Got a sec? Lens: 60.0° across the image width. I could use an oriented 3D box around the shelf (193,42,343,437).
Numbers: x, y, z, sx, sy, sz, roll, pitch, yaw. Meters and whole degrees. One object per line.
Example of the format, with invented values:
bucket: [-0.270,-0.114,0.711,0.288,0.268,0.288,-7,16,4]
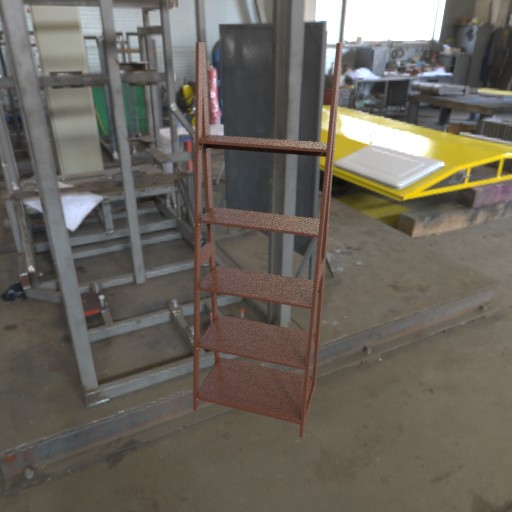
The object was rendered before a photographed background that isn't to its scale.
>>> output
shelf: [0.000,0.000,2.043,0.600,1.770,0.350,8,28,16]
